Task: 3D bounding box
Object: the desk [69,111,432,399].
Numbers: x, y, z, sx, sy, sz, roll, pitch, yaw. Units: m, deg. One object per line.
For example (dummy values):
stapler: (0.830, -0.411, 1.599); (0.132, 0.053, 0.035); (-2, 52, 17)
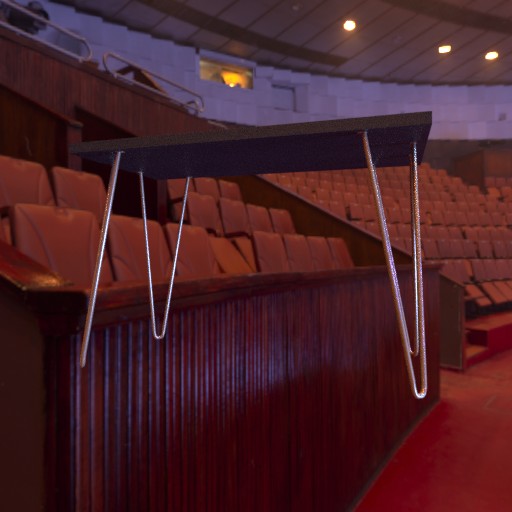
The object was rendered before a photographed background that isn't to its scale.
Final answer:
desk: (0.000, 0.000, 1.388); (0.991, 0.660, 0.499); (0, 0, 18)
